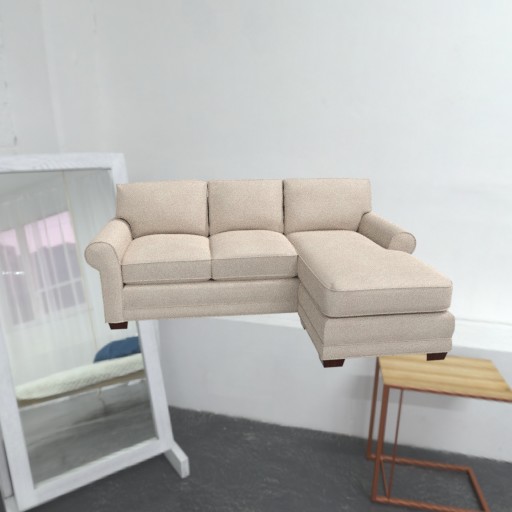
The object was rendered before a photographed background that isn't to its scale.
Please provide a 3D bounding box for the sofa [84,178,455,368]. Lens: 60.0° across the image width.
[{"bbox_3d":[0.000,0.000,2.422,1.770,0.734,1.226,-2,17,-7],"label":"sofa"}]
